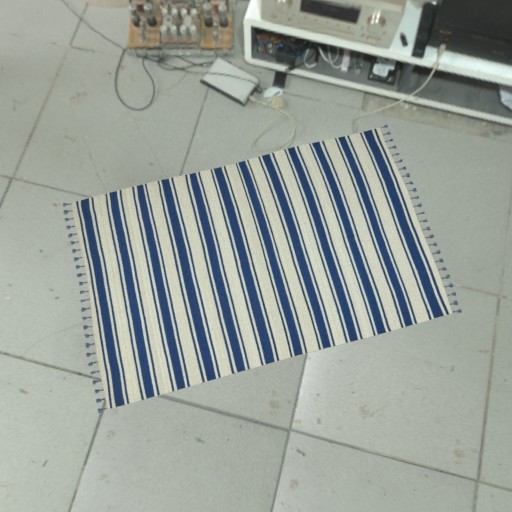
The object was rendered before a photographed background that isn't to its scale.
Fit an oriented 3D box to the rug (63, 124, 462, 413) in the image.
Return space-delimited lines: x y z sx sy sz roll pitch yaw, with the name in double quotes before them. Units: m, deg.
"rug" 0.000 0.000 2.595 2.108 0.009 1.248 -15 75 -4
